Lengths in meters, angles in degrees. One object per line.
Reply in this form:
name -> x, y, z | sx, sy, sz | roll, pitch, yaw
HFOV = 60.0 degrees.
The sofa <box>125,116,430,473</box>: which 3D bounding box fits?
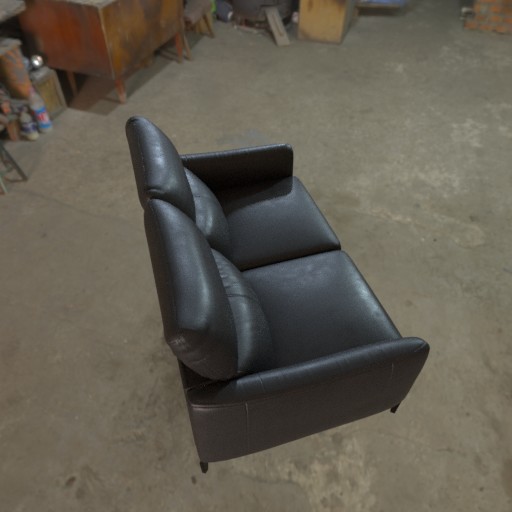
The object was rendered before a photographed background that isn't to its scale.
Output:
sofa -> 0.000, 0.000, 2.127 | 0.958, 0.920, 1.596 | -12, 46, -12
